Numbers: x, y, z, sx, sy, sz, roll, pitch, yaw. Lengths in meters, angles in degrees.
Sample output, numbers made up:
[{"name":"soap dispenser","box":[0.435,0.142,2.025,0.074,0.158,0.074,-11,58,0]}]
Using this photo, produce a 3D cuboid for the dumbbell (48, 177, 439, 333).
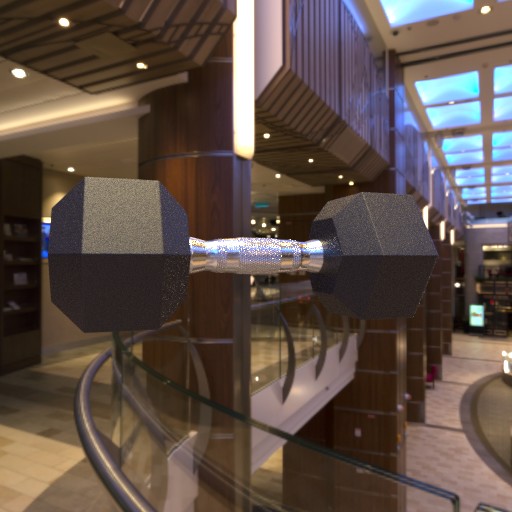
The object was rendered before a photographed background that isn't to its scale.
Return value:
[{"name":"dumbbell","box":[0.000,0.000,0.428,0.356,0.123,0.141,0,-1,-18]}]
